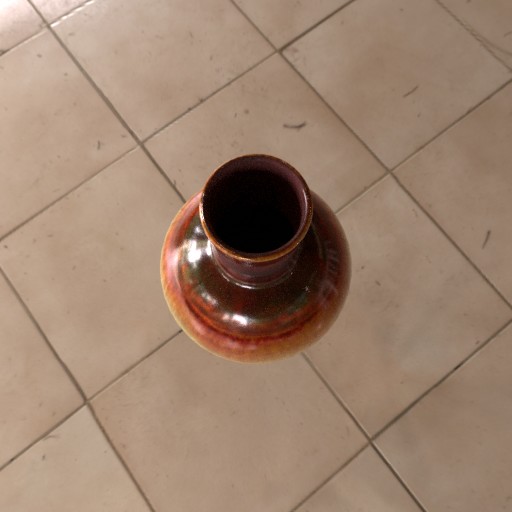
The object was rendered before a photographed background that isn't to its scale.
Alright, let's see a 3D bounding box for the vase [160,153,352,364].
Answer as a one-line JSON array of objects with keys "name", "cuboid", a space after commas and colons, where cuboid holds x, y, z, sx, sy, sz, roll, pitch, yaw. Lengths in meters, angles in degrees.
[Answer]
[{"name": "vase", "cuboid": [0.000, 0.000, 0.233, 0.111, 0.154, 0.111, 0, 76, 0]}]
